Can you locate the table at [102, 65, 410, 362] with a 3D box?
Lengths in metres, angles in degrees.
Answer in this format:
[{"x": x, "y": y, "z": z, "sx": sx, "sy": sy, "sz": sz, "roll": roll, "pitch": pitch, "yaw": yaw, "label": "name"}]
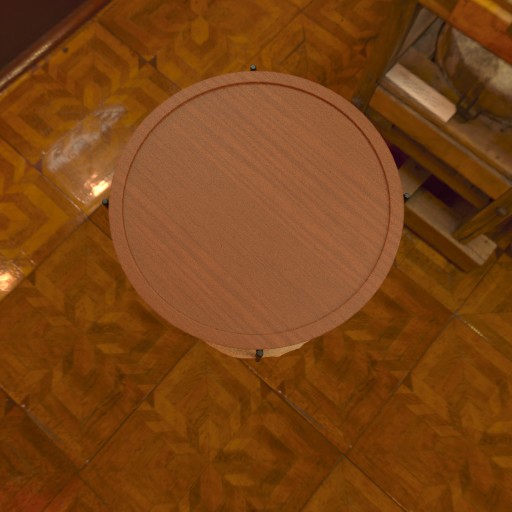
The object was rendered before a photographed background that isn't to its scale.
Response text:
[{"x": 0.000, "y": 0.000, "z": 0.880, "sx": 0.393, "sy": 0.623, "sz": 0.393, "roll": 43, "pitch": 80, "yaw": 10, "label": "table"}]
